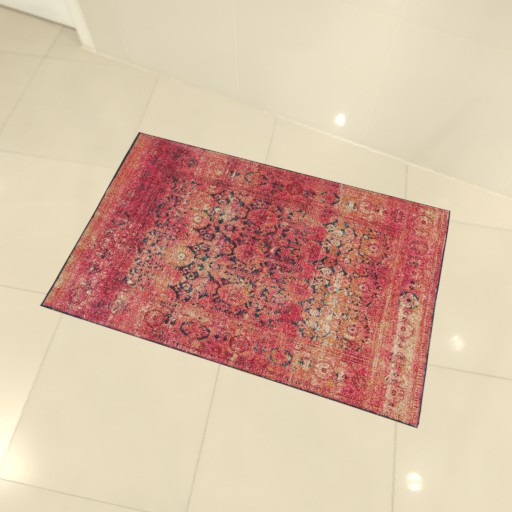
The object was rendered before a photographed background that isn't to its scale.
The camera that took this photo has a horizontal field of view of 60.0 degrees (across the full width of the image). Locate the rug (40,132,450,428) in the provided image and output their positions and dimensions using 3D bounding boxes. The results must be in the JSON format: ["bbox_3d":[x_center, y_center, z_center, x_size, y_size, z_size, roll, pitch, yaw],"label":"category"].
[{"bbox_3d":[0.000,0.000,3.020,2.449,0.018,1.539,16,64,8],"label":"rug"}]
